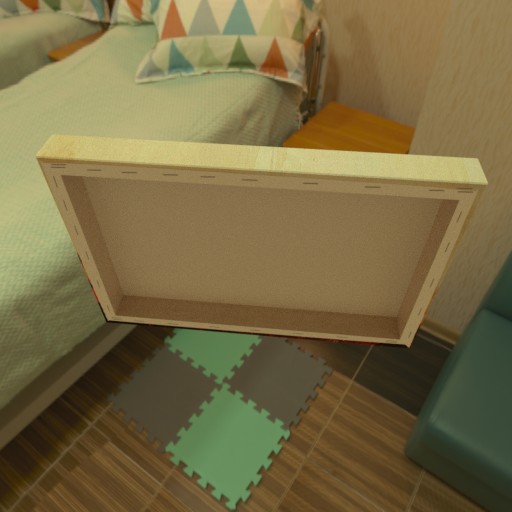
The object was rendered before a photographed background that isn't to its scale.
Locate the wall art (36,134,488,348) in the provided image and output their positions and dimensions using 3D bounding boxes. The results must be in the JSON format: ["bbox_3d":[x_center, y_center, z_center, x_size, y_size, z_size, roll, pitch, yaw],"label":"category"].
[{"bbox_3d":[0.000,0.000,0.476,0.383,0.251,0.037,4,47,4],"label":"wall art"}]
